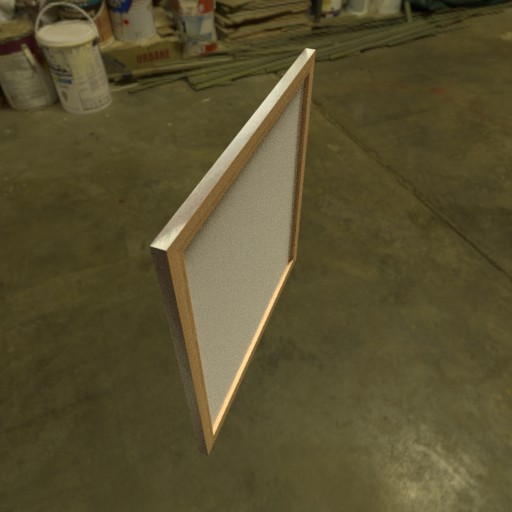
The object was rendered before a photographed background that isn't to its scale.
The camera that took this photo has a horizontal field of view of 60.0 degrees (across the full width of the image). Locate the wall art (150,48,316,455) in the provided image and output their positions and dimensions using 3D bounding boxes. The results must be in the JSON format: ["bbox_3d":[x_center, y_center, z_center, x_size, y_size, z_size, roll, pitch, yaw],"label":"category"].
[{"bbox_3d":[0.000,0.000,1.139,0.027,0.762,0.762,15,48,15],"label":"wall art"}]
